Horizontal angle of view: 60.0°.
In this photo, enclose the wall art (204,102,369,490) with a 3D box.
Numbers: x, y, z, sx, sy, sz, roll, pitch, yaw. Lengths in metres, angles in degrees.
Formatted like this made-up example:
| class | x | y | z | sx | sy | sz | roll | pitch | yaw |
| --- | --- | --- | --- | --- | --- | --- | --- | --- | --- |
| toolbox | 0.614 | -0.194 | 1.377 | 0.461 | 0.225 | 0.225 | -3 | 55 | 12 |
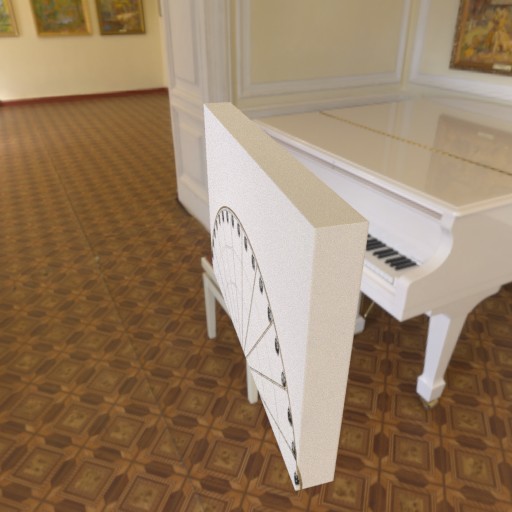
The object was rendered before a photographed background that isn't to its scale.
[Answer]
| class | x | y | z | sx | sy | sz | roll | pitch | yaw |
| --- | --- | --- | --- | --- | --- | --- | --- | --- | --- |
| wall art | 0.000 | 0.000 | 0.487 | 0.039 | 0.254 | 0.384 | -8 | 31 | -13 |
